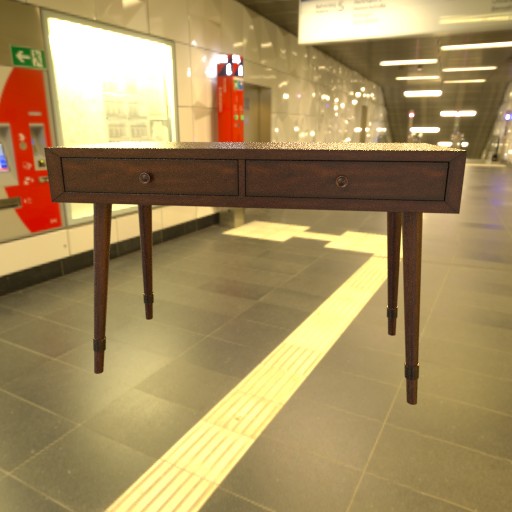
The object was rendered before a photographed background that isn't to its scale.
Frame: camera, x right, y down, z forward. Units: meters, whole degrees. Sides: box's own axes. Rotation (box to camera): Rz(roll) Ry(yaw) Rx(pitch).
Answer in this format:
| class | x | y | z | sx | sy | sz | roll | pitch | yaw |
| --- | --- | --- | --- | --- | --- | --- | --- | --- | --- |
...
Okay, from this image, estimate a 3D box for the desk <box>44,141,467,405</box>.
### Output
| class | x | y | z | sx | sy | sz | roll | pitch | yaw |
| --- | --- | --- | --- | --- | --- | --- | --- | --- | --- |
| desk | 0.000 | 0.000 | 2.120 | 1.577 | 1.031 | 0.734 | 3 | 16 | 9 |
